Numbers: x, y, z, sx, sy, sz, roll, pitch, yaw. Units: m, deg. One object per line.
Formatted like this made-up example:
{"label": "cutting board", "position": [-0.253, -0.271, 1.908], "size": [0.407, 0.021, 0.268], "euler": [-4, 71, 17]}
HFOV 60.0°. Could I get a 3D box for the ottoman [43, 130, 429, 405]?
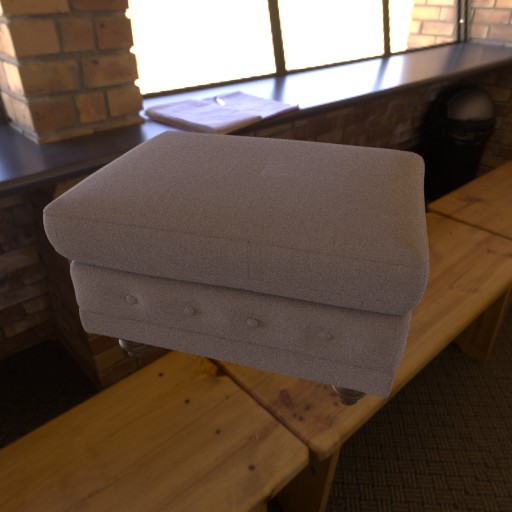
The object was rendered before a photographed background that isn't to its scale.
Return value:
{"label": "ottoman", "position": [0.000, 0.000, 1.140], "size": [0.771, 0.500, 0.569], "euler": [9, 33, 14]}
